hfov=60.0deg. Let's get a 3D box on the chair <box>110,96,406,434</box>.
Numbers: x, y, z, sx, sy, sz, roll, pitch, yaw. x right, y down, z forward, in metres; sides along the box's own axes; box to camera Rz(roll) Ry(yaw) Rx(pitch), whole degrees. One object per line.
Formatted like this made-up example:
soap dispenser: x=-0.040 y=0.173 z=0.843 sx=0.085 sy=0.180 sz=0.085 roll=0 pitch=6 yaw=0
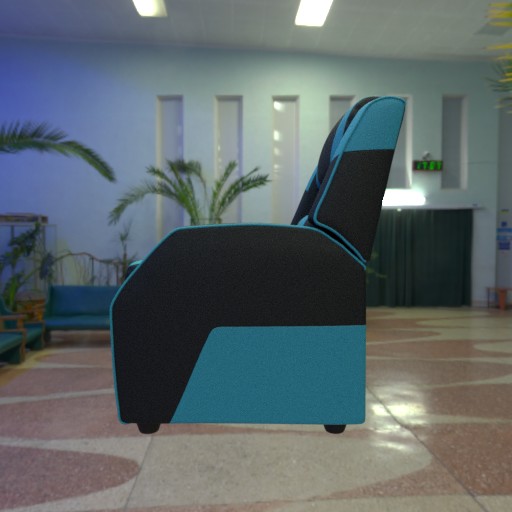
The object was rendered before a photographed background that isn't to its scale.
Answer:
chair: x=0.000 y=0.000 z=1.291 sx=0.672 sy=0.805 sz=0.620 roll=0 pitch=2 yaw=0
